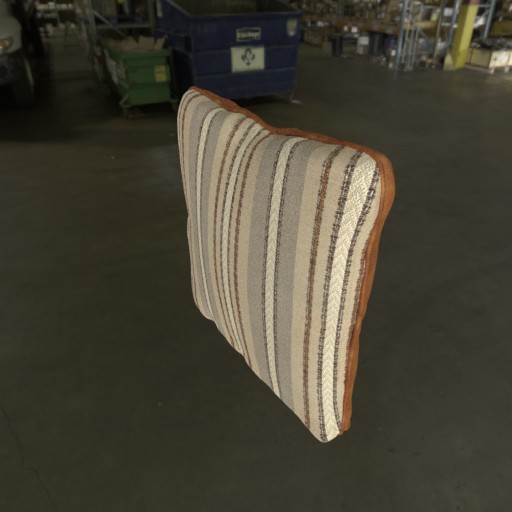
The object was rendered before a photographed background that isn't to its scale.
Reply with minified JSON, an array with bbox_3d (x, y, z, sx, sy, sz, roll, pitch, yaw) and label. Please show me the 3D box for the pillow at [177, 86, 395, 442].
[{"bbox_3d":[0.000,0.000,0.762,0.130,0.490,0.489,-19,37,-28],"label":"pillow"}]
